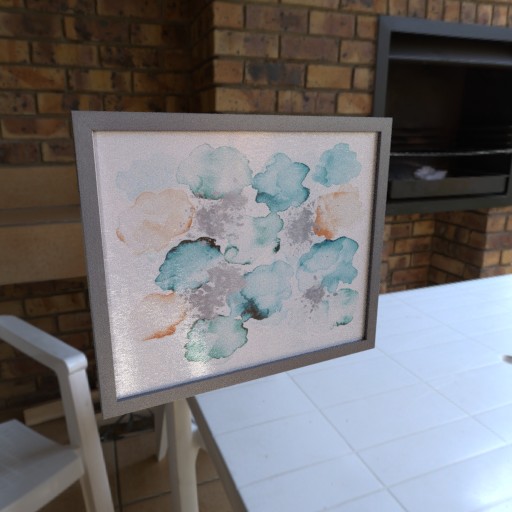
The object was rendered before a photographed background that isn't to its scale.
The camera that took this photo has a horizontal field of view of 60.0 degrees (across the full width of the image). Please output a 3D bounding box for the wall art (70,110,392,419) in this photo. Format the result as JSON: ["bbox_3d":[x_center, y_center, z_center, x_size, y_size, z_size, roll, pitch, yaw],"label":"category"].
[{"bbox_3d":[0.000,0.000,0.920,0.660,0.558,0.026,-7,17,-25],"label":"wall art"}]
